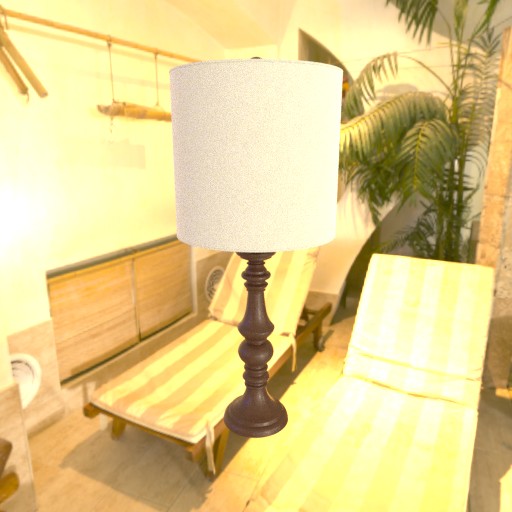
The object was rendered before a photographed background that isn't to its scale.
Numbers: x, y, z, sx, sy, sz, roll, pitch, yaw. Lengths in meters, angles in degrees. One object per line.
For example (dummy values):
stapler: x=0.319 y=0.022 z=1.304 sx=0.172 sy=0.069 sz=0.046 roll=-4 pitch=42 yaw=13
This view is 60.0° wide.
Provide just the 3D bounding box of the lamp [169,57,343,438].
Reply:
lamp: x=0.000 y=0.000 z=0.719 sx=0.250 sy=0.597 sz=0.250 roll=7 pitch=16 yaw=26
